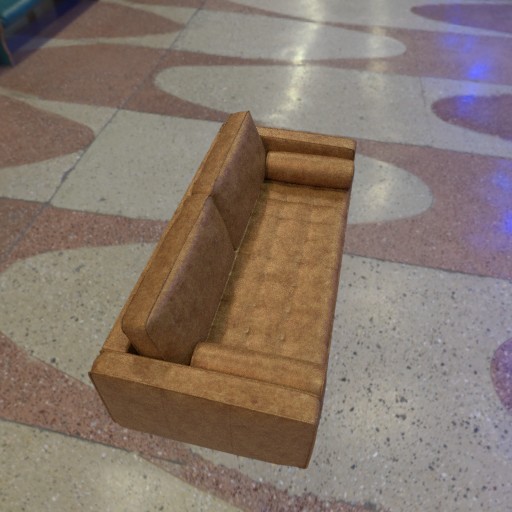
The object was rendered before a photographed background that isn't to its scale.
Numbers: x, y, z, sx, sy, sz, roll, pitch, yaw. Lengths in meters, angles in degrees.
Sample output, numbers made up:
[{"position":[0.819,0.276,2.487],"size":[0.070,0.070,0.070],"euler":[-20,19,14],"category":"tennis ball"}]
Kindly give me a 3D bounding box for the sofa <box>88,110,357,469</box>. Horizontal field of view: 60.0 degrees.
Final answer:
[{"position":[0.000,0.000,2.410],"size":[0.924,0.825,1.920],"euler":[10,47,9],"category":"sofa"}]
